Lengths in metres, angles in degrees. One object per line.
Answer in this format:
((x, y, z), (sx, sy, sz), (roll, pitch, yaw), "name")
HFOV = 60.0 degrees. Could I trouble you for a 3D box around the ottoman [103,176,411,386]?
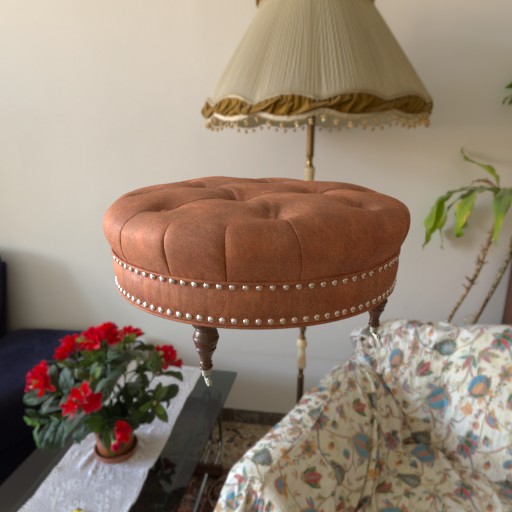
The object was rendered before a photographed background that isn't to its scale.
((0.000, 0.000, 1.388), (0.901, 0.444, 0.901), (0, 16, 0), "ottoman")
